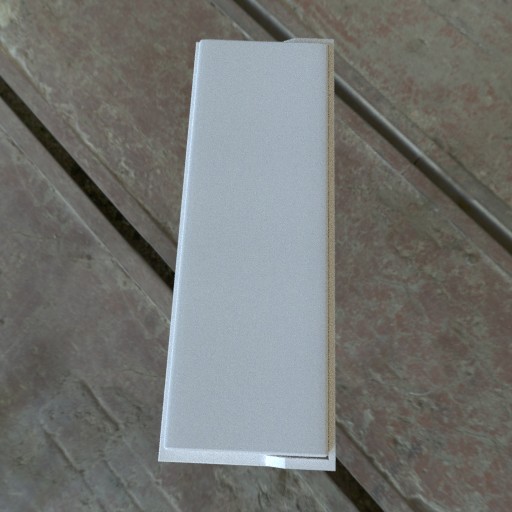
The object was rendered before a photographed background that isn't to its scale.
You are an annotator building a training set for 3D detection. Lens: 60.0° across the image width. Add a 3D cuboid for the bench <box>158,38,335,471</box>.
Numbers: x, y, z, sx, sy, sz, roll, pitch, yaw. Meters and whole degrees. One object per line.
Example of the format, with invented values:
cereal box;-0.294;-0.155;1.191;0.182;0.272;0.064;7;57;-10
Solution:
bench;0.000;0.000;1.240;0.346;0.589;0.987;2;75;1
